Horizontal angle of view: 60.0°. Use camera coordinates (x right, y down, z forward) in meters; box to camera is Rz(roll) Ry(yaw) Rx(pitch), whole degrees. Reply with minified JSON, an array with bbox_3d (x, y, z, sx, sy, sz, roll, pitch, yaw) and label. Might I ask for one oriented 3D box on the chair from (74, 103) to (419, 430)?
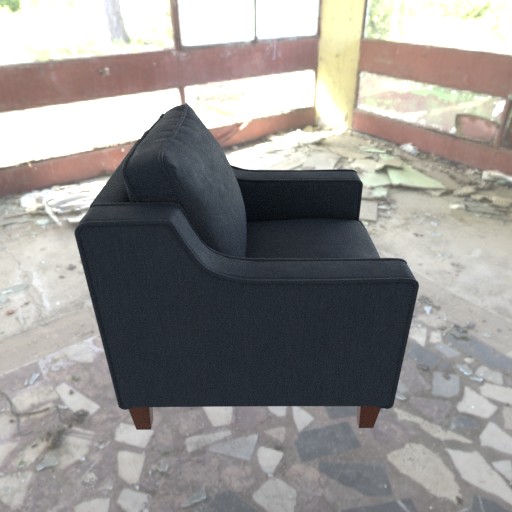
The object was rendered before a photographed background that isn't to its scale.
[{"bbox_3d":[0.000,0.000,1.618,0.909,0.960,0.831,0,32,0],"label":"chair"}]
